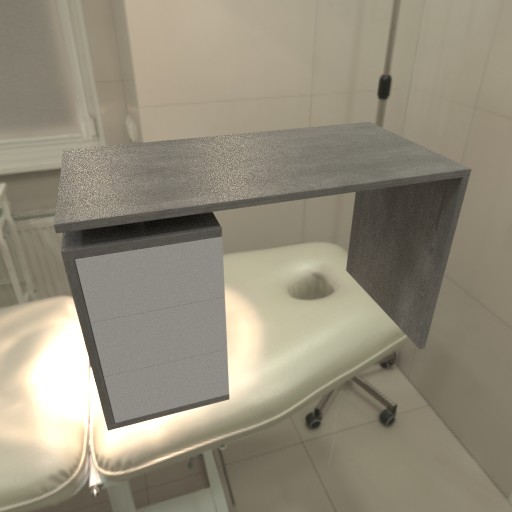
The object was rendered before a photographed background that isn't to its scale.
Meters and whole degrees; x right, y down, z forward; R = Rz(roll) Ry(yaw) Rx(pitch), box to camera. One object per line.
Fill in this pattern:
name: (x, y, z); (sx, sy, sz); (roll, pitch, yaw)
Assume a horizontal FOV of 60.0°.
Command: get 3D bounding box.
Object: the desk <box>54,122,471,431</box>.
desk: (0.000, 0.000, 1.636); (1.200, 0.740, 0.600); (-10, 32, -16)
